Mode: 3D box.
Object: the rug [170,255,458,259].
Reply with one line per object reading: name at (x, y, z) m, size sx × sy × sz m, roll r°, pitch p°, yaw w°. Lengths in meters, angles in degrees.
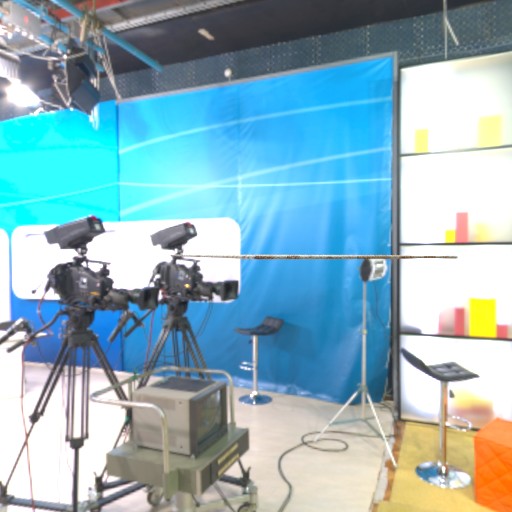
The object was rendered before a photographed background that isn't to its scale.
rug at (0.000, 0.000, 2.612) m, size 0.750 × 0.011 × 2.435 m, roll 0°, pitch 0°, yaw -17°
